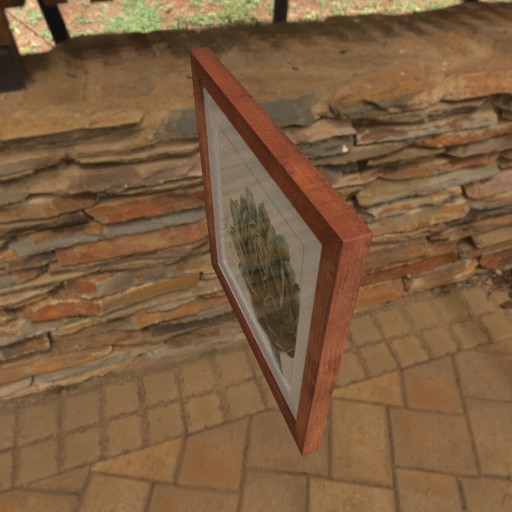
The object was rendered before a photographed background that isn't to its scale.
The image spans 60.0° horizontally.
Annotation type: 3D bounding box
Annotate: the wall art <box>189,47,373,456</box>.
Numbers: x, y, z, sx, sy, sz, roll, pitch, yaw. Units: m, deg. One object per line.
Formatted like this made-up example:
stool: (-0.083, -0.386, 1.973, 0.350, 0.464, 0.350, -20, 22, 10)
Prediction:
wall art: (0.000, 0.000, 0.840, 0.037, 0.572, 0.554, -16, 48, -16)
